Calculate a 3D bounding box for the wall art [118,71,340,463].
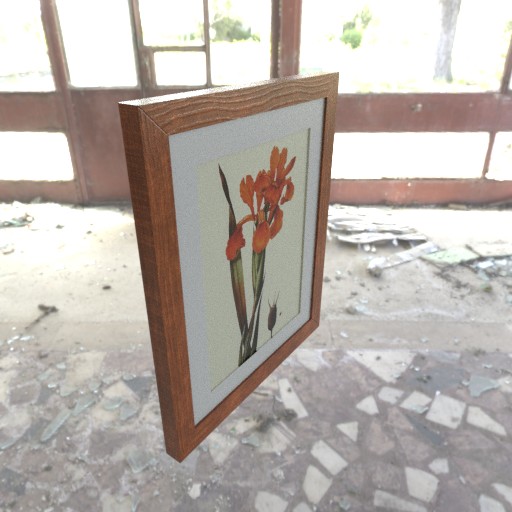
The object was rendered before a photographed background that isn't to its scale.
[{"bbox_3d":[0.000,0.000,0.777,0.033,0.567,0.467,19,33,32],"label":"wall art"}]
